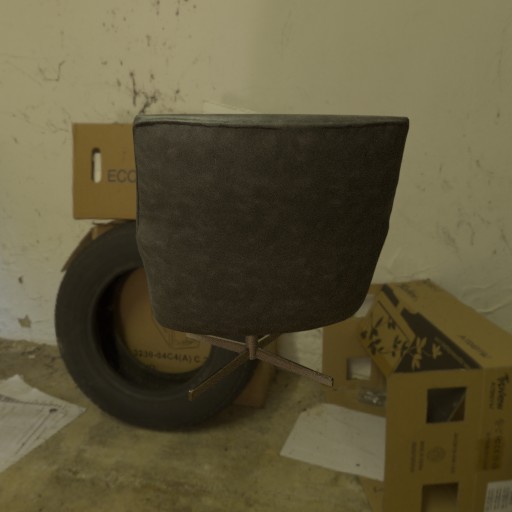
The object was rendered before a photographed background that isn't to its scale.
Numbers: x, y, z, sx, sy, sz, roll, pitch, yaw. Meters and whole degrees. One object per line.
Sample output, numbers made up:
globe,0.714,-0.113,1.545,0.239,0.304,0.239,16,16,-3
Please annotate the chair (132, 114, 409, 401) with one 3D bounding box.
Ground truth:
chair,0.000,0.000,1.483,0.738,0.870,0.874,-2,15,-9
